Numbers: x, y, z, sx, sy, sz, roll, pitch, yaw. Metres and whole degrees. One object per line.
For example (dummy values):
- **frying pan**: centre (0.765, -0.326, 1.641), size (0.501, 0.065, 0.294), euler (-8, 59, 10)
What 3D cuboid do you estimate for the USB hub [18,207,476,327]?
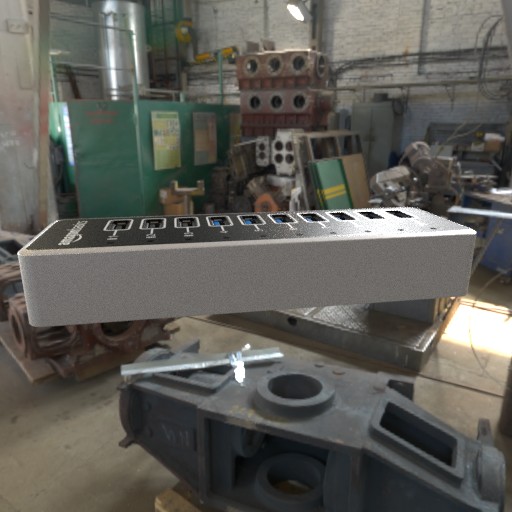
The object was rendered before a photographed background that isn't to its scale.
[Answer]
- **USB hub**: centre (0.000, 0.000, 0.159), size (0.145, 0.023, 0.044), euler (-3, 18, -9)
